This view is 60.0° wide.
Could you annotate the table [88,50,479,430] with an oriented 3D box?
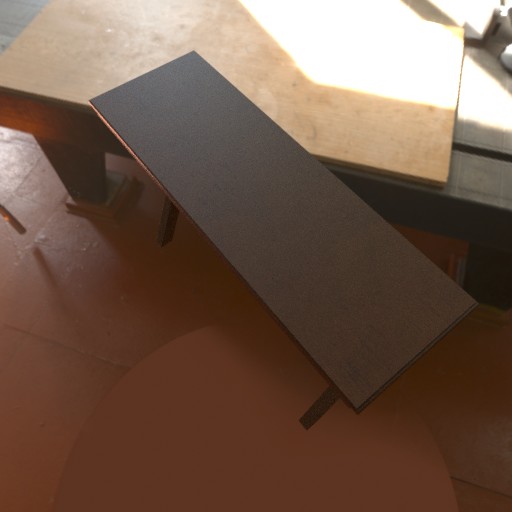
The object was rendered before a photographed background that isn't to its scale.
[{"bbox_3d":[0.000,0.000,1.541,0.399,0.763,1.197,-34,66,-18],"label":"table"}]
